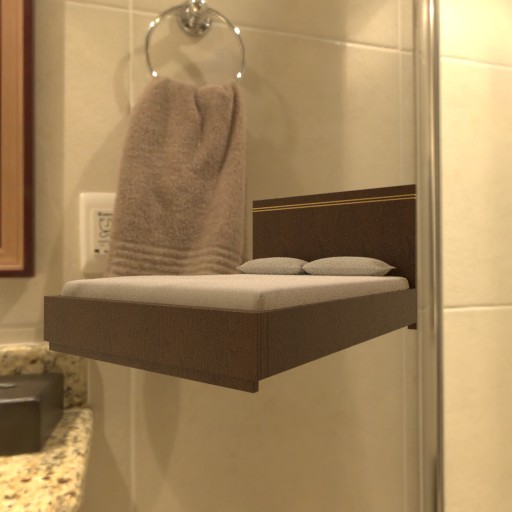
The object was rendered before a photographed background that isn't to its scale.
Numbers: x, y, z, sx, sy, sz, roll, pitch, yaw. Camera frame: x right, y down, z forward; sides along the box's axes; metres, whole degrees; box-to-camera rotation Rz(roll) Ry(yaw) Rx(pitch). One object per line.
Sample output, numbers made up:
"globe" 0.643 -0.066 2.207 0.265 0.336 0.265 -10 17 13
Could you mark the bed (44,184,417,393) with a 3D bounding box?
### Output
"bed" 0.000 0.000 3.158 1.613 1.169 2.221 -1 -1 36
